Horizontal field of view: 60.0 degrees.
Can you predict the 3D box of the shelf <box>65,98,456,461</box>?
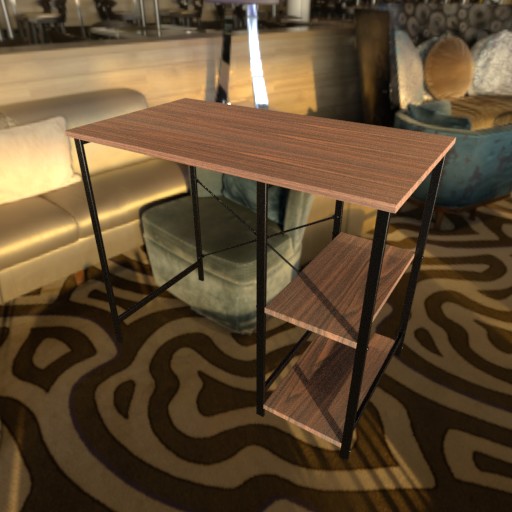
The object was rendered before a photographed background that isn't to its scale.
[{"bbox_3d":[0.000,0.000,1.358,0.902,0.750,0.498,18,35,27],"label":"shelf"}]
